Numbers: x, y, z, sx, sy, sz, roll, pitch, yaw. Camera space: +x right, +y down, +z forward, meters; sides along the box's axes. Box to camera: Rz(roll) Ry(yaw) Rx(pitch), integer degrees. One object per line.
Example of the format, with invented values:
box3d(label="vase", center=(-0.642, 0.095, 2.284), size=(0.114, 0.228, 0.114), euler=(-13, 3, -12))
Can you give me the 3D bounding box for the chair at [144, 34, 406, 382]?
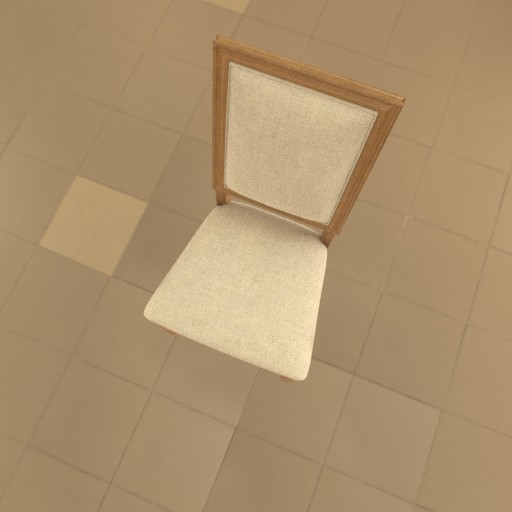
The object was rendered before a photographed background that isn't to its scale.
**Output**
box3d(label="chair", center=(0.000, 0.000, 1.314), size=(0.536, 0.988, 0.601), euler=(21, 76, 5))
